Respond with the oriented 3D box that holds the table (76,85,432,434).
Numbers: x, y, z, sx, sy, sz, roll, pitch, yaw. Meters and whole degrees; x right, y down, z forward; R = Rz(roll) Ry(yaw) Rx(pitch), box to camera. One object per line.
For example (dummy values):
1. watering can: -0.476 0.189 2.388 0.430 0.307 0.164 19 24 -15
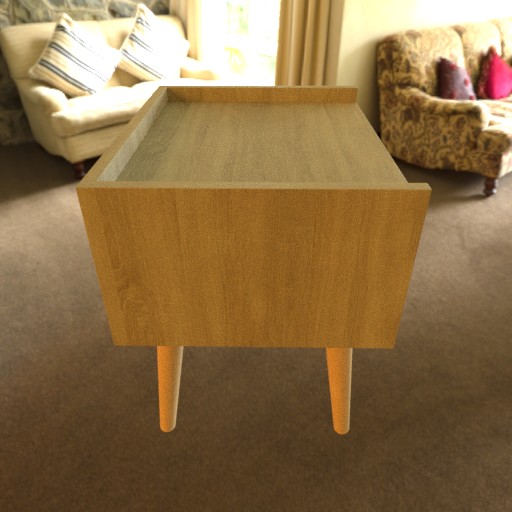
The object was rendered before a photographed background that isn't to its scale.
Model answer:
1. table: 0.000 0.000 0.777 0.370 0.470 0.450 0 34 1
